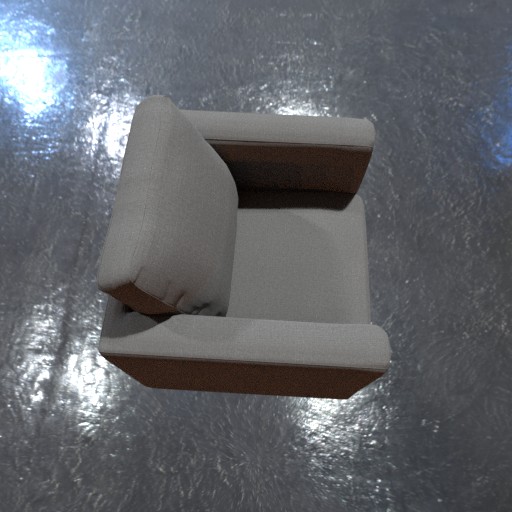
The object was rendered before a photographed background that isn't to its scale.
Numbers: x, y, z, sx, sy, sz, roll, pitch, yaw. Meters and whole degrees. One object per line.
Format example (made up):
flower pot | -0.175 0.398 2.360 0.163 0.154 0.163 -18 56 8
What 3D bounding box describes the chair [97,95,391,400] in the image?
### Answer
chair | 0.000 0.000 1.534 0.800 0.927 0.854 3 65 1
